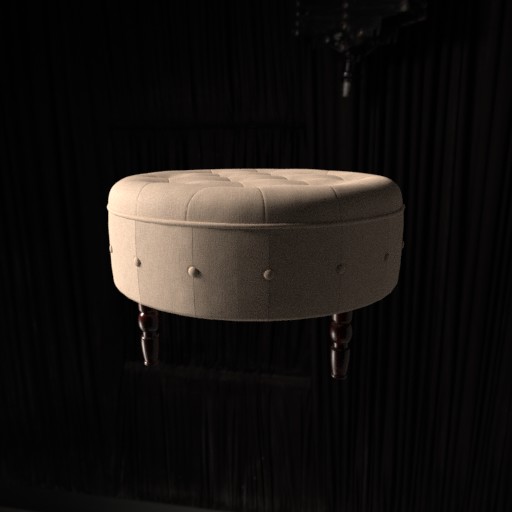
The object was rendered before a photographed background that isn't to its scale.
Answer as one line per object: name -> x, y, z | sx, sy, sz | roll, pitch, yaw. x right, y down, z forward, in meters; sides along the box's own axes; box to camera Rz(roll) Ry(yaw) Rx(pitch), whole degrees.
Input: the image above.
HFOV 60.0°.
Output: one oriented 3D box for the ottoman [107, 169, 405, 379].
ottoman -> 0.000, 0.000, 1.368 | 0.848, 0.494, 0.848 | 0, 14, 0
